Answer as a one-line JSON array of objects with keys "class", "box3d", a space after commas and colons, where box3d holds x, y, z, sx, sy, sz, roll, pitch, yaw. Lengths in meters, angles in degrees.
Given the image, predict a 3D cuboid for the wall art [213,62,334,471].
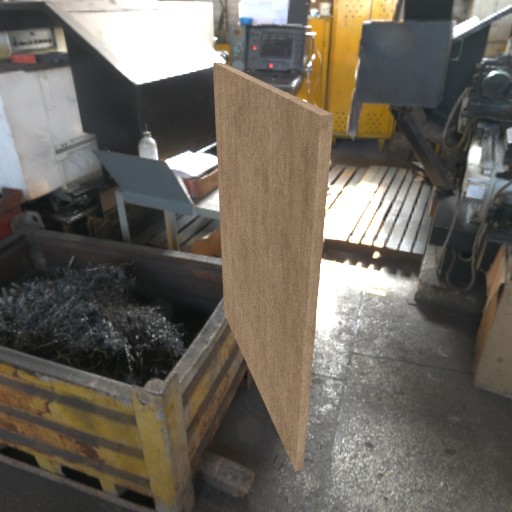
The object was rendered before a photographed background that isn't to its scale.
[{"class": "wall art", "box3d": [0.000, 0.000, 0.922, 0.018, 0.686, 0.534, -10, 32, -16]}]
